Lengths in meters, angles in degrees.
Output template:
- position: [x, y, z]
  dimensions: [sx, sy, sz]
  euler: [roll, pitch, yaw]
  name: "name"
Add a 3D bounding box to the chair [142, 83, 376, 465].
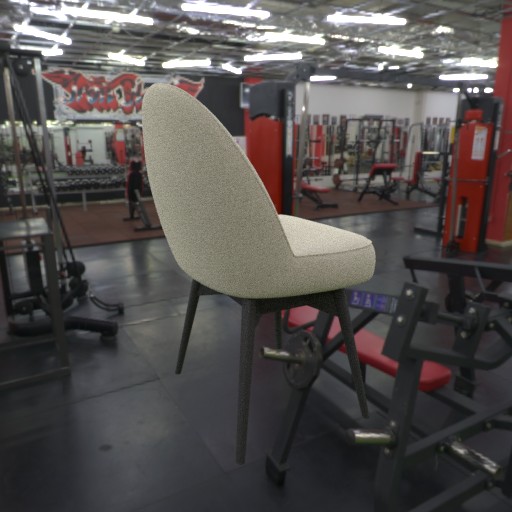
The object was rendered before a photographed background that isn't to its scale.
- position: [0.000, 0.000, 1.185]
  dimensions: [0.540, 0.838, 0.532]
  euler: [-8, 16, -27]
  name: "chair"
